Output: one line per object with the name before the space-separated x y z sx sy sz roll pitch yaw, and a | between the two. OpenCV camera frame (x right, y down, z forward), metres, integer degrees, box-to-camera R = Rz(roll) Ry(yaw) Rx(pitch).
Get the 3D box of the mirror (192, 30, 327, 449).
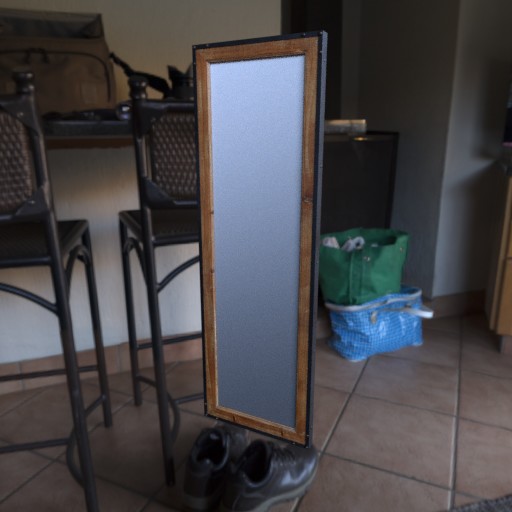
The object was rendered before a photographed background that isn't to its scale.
mirror | 0.000 0.000 1.200 0.354 1.080 0.042 7 16 26
